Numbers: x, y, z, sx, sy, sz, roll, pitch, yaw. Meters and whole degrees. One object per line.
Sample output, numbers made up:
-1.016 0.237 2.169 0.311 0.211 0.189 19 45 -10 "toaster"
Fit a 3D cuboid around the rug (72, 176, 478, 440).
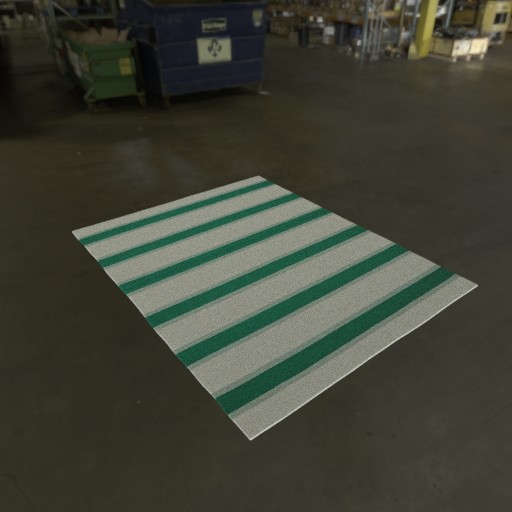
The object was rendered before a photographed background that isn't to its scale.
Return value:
0.000 0.000 4.153 2.434 0.019 3.041 -23 39 -31 "rug"
